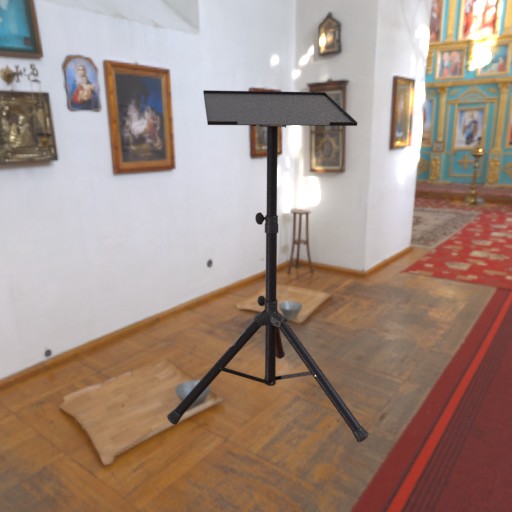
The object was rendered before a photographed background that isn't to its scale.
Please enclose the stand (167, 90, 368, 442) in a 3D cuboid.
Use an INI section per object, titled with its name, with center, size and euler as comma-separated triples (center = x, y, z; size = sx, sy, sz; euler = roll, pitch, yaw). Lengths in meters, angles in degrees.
[stand]
center = 0.000, 0.000, 1.676
size = 0.702, 1.198, 0.702
euler = -2, 14, -8
